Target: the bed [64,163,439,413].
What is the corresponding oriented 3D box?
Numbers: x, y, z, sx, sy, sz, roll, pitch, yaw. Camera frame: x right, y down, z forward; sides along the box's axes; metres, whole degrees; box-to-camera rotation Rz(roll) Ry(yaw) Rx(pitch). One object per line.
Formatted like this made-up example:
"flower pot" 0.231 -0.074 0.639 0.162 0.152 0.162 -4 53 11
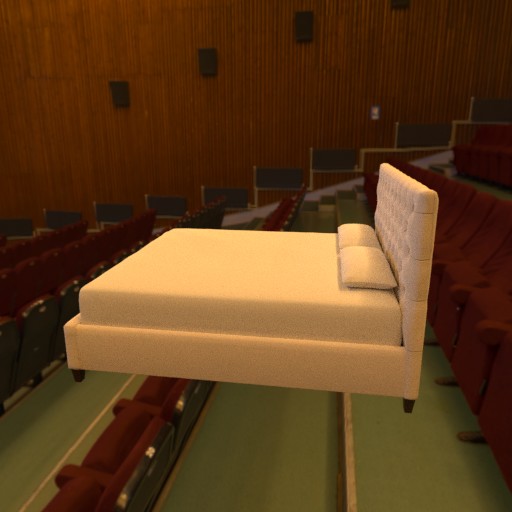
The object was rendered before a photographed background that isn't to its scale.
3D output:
"bed" 0.000 0.000 3.763 2.387 1.427 2.078 2 16 9
